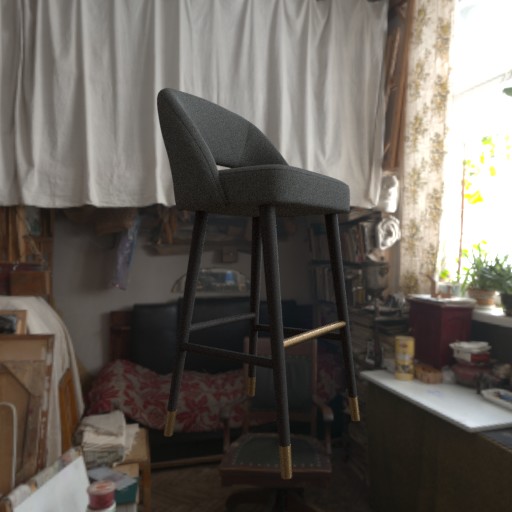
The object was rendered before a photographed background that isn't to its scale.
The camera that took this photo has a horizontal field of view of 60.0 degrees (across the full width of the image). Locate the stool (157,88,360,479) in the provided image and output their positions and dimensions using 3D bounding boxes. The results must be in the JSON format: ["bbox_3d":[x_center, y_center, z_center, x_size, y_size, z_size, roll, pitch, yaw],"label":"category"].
[{"bbox_3d":[0.000,0.000,1.416,0.524,1.089,0.536,1,2,35],"label":"stool"}]
